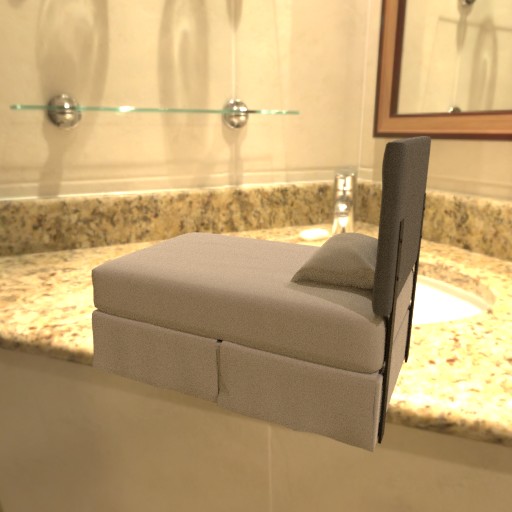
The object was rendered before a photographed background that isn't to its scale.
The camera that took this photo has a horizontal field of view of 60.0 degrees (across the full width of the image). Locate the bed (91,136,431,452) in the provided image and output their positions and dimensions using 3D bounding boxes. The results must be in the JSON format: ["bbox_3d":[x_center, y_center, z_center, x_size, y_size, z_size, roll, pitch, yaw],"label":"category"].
[{"bbox_3d":[0.000,0.000,3.005,1.997,1.571,1.261,8,18,25],"label":"bed"}]
